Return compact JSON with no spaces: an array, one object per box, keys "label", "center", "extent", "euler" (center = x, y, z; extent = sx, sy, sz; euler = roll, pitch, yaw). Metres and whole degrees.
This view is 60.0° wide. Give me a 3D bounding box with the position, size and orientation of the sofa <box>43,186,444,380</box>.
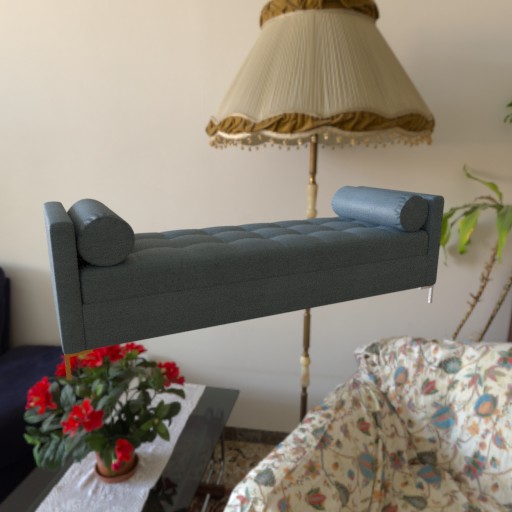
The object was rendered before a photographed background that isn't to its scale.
[{"label":"sofa","center":[0.000,0.000,2.361],"extent":[1.981,0.635,0.686],"euler":[-7,16,-26]}]
